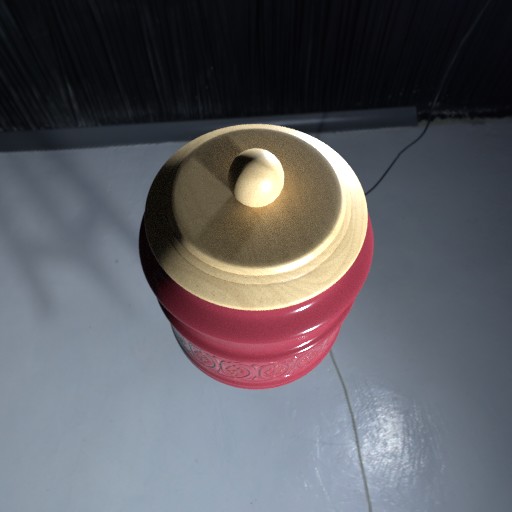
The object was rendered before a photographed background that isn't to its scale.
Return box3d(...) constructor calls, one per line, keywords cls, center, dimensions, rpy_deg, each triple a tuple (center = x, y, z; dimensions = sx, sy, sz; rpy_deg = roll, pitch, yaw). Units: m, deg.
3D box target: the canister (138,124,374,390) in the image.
box3d(cls="canister", center=(0.000, 0.000, 0.272), dimensions=(0.130, 0.176, 0.130), rpy_deg=(0, 61, 0))
